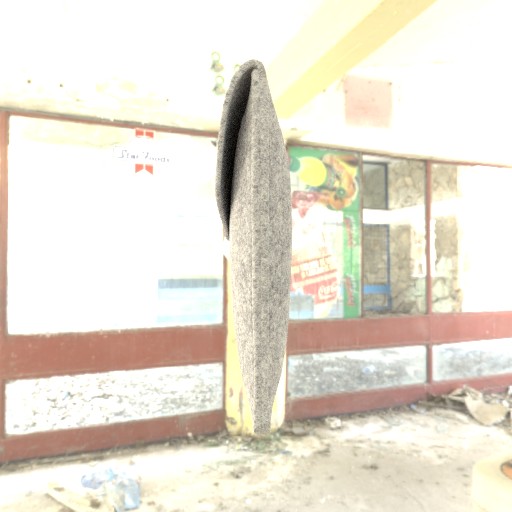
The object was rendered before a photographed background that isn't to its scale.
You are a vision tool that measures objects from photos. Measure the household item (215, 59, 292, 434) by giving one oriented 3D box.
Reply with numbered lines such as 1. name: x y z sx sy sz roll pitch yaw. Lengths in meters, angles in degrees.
1. household item: 0.000 0.000 0.423 0.057 0.221 0.335 0 -2 0
